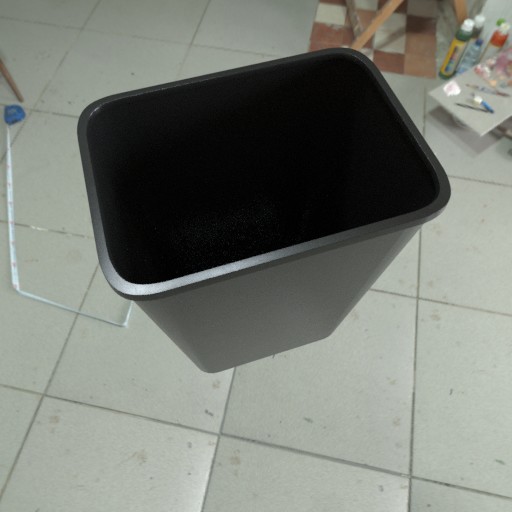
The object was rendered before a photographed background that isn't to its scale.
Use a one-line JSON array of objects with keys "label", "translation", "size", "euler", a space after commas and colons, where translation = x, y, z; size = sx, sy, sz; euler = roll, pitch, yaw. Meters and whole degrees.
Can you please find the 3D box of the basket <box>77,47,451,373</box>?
[{"label": "basket", "translation": [0.000, 0.000, 0.745], "size": [0.394, 0.521, 0.287], "euler": [-16, 63, -8]}]
